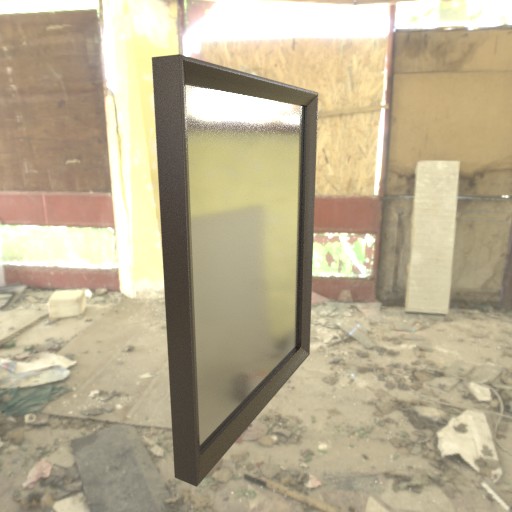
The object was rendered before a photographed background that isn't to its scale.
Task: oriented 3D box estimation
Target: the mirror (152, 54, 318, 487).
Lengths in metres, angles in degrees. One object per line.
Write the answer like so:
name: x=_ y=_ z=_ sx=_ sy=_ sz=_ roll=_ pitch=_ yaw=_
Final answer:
mirror: x=0.000 y=0.000 z=0.683 sx=0.041 sy=0.509 sz=0.406 roll=7 pitch=16 yaw=26
